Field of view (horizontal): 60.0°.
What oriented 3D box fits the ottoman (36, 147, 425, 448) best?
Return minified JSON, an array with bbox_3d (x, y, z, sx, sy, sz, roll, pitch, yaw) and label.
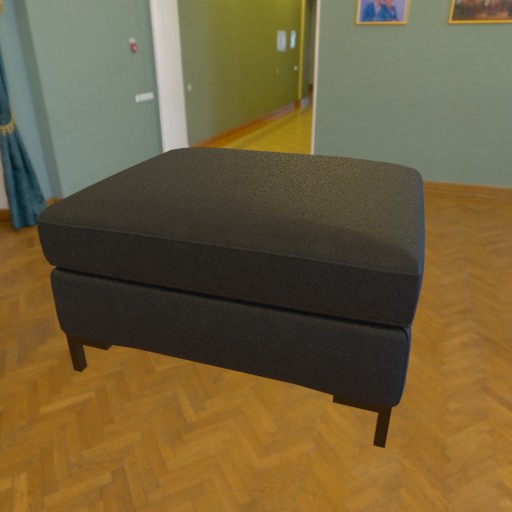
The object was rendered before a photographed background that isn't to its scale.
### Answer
[{"bbox_3d":[0.000,0.000,1.754,1.187,0.696,0.967,8,27,16],"label":"ottoman"}]
